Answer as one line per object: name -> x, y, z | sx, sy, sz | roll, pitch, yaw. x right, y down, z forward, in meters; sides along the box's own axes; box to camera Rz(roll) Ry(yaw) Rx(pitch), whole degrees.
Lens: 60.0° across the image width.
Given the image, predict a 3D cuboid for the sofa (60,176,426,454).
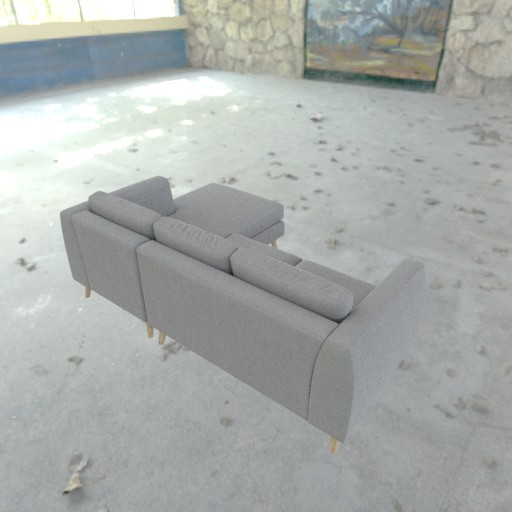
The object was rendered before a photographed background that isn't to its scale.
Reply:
sofa -> 0.000, 0.000, 3.104 | 2.300, 0.860, 1.580 | 22, 37, 32
